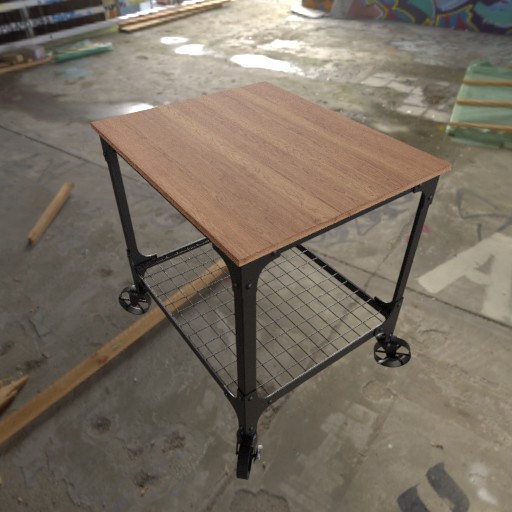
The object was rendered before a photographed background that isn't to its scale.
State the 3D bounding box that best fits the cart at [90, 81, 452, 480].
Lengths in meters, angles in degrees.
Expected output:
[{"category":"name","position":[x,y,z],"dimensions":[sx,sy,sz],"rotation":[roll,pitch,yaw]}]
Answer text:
[{"category":"cart","position":[0.000,0.000,1.096],"dimensions":[0.558,0.603,0.666],"rotation":[-25,45,-27]}]
